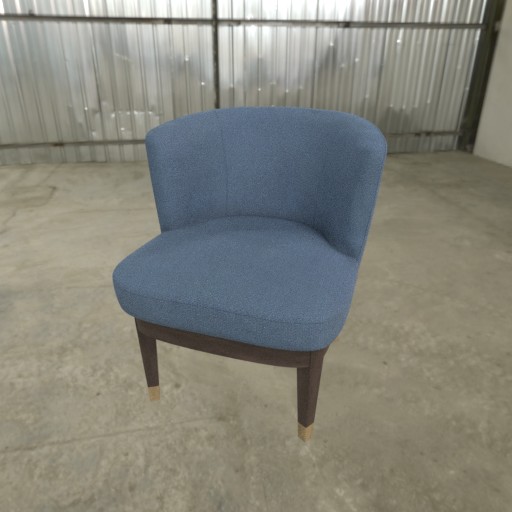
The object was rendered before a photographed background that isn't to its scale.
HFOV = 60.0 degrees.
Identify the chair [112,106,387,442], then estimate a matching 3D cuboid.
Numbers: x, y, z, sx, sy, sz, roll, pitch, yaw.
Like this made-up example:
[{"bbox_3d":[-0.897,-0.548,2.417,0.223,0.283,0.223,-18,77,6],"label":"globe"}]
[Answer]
[{"bbox_3d":[0.000,0.000,1.297,0.661,0.760,0.702,8,27,17],"label":"chair"}]
